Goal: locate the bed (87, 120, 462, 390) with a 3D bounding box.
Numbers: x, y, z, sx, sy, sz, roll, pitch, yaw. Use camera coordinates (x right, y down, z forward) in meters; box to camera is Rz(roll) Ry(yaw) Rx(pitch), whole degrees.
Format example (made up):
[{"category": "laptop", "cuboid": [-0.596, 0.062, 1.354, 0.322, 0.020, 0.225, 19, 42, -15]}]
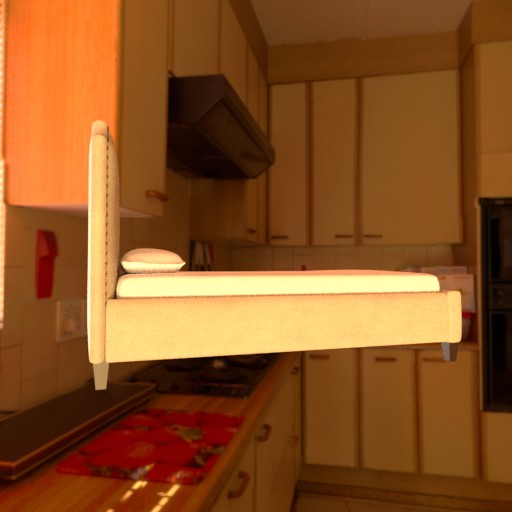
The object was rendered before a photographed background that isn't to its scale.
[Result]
[{"category": "bed", "cuboid": [0.000, 0.000, 3.418, 2.372, 1.443, 1.712, 1, -2, -18]}]
